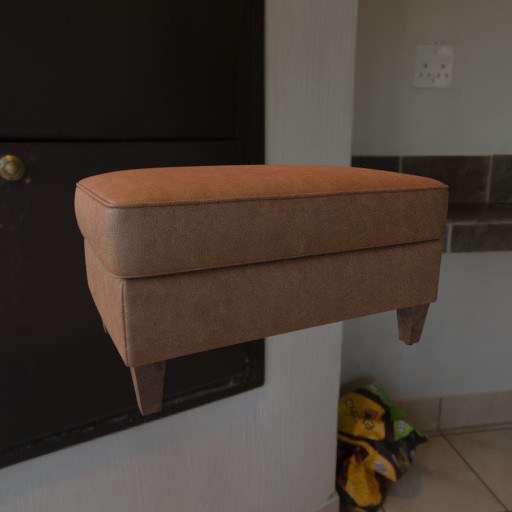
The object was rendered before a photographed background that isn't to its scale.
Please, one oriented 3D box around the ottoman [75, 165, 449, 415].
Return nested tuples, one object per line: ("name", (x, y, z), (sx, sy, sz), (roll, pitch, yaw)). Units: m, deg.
("ottoman", (0.000, 0.000, 1.208), (0.864, 0.483, 0.584), (-7, 16, -26))
